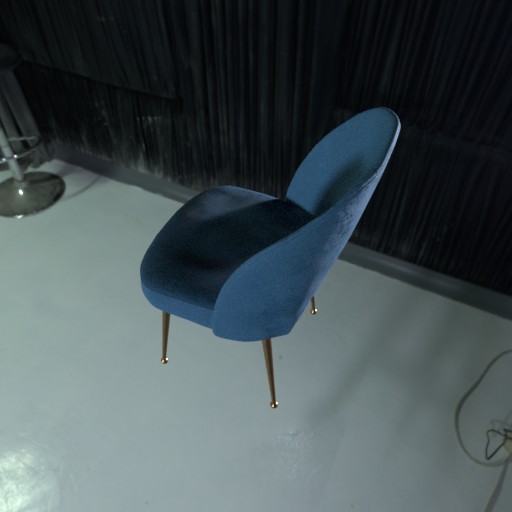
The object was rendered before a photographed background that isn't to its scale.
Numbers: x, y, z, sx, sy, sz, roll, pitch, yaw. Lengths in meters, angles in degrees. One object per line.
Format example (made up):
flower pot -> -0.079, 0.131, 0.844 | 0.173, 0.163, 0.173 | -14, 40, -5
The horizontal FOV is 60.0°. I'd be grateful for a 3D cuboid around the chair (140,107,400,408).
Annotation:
chair -> 0.000, 0.000, 1.232 | 0.577, 0.860, 0.527 | 17, 48, 16
